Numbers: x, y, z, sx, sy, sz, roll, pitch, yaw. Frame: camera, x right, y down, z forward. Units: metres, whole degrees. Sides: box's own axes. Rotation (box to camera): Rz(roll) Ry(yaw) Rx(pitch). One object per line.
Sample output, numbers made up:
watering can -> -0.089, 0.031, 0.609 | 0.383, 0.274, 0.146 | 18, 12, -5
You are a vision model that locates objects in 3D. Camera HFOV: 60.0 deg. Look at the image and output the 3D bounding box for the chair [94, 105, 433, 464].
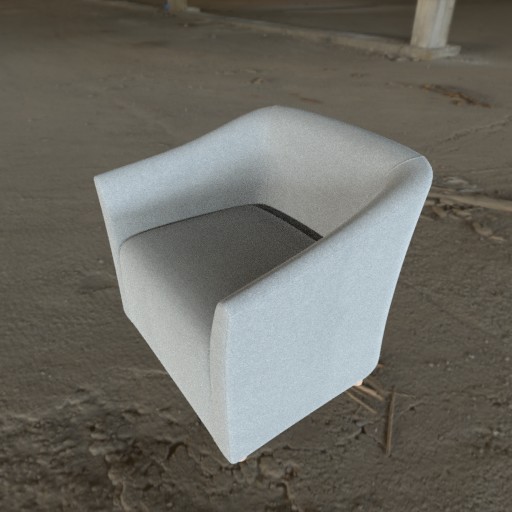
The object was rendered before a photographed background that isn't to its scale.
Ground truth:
chair -> 0.000, 0.000, 1.380 | 0.700, 0.720, 0.790 | -21, 39, -29
